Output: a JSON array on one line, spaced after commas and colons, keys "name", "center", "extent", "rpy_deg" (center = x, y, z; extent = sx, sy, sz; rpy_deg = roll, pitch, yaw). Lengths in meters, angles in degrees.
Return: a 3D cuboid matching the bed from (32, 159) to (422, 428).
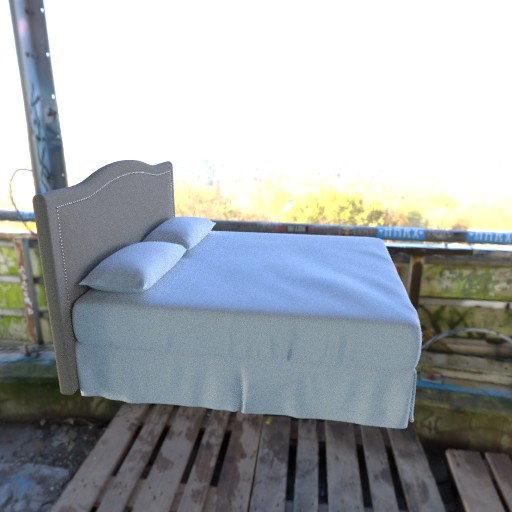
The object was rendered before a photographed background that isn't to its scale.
[{"name": "bed", "center": [0.000, 0.000, 3.420], "extent": [2.182, 1.421, 2.083], "rpy_deg": [3, 17, 9]}]
